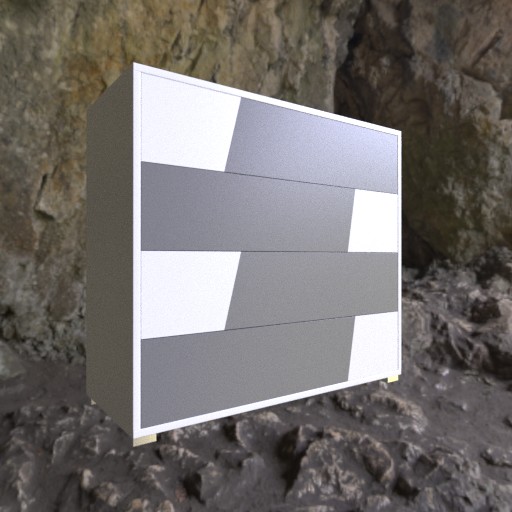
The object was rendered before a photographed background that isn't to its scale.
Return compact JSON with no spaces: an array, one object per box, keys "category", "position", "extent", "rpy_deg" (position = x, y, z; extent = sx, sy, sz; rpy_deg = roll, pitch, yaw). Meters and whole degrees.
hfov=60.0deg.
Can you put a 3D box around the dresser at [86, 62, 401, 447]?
[{"category":"dresser","position":[0.000,0.000,1.647],"extent":[1.100,1.000,0.460],"rpy_deg":[0,0,-35]}]
